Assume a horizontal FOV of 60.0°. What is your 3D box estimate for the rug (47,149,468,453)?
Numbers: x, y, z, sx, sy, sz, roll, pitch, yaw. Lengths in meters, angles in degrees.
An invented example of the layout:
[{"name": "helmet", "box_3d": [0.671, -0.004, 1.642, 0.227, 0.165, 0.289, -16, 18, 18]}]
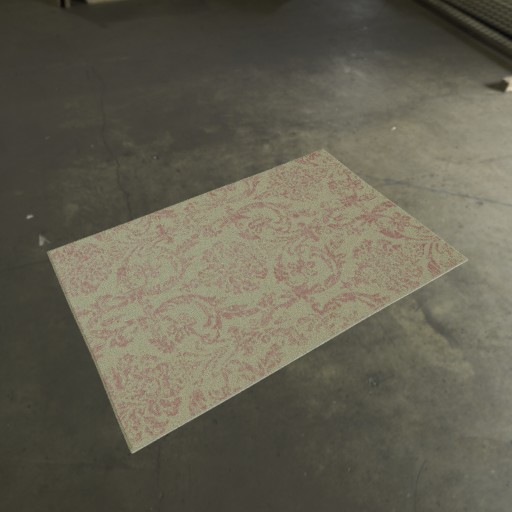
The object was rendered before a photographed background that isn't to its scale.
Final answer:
[{"name": "rug", "box_3d": [0.000, 0.000, 2.316, 1.839, 0.012, 1.219, -24, 51, -22]}]
